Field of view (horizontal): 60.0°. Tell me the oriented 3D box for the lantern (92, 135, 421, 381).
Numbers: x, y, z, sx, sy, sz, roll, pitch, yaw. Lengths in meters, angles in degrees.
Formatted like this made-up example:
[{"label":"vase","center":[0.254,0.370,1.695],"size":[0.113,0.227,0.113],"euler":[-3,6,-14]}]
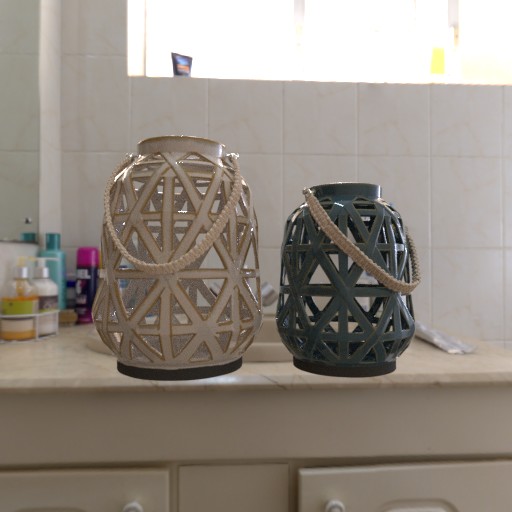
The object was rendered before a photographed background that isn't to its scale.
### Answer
[{"label":"lantern","center":[0.000,0.000,0.619],"size":[0.439,0.307,0.245],"euler":[0,-1,0]}]
